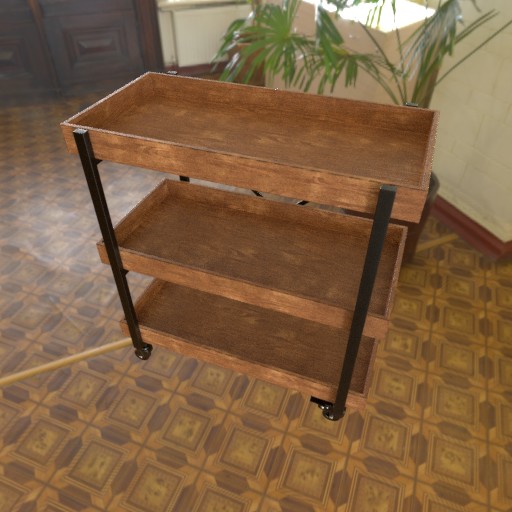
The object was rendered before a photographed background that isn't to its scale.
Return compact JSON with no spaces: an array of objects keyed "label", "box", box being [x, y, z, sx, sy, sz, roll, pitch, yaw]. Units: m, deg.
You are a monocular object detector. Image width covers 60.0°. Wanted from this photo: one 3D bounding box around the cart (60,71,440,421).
[{"label":"cart","box":[0.000,0.000,1.227,0.750,0.800,0.411,14,42,16]}]
